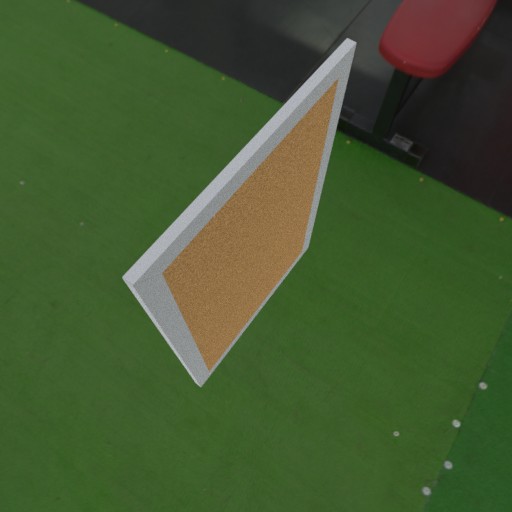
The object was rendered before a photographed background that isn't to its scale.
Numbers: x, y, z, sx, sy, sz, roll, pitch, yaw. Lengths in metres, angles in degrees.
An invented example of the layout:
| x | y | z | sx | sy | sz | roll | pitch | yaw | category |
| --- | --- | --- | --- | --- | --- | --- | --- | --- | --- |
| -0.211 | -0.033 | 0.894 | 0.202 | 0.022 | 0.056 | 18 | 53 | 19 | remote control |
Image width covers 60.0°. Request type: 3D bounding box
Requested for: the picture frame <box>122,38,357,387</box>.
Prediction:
| x | y | z | sx | sy | sz | roll | pitch | yaw | category |
| --- | --- | --- | --- | --- | --- | --- | --- | --- | --- |
| 0.000 | 0.000 | 0.596 | 0.011 | 0.459 | 0.326 | 34 | 69 | 15 | picture frame |
